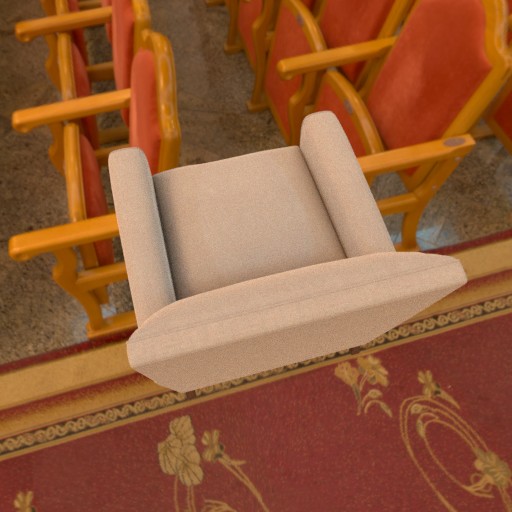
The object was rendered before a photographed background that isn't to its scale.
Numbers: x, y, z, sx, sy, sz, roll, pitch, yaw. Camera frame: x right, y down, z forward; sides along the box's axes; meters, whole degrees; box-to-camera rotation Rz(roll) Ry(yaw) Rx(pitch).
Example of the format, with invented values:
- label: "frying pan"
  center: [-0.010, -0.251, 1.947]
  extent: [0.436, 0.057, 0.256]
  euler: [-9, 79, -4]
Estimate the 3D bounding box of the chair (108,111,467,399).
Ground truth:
- label: "chair"
  center: [0.000, 0.000, 1.515]
  extent: [0.840, 0.846, 0.871]
  euler: [-13, 59, -8]
